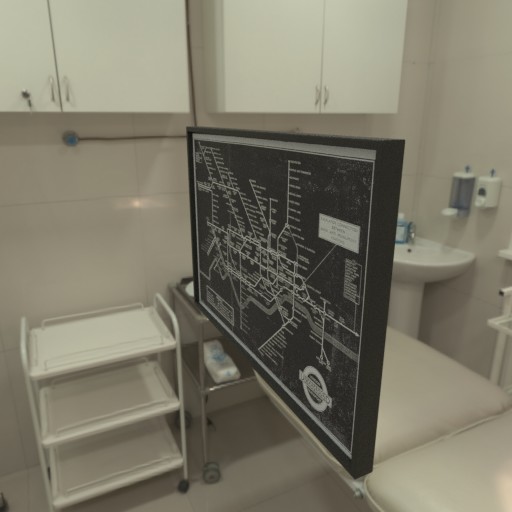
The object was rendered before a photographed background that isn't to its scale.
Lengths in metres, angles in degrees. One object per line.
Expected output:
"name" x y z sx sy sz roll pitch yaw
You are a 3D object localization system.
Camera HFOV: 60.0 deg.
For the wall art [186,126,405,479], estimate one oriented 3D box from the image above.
"wall art" 0.000 0.000 0.553 0.021 0.301 0.443 -9 20 -25
